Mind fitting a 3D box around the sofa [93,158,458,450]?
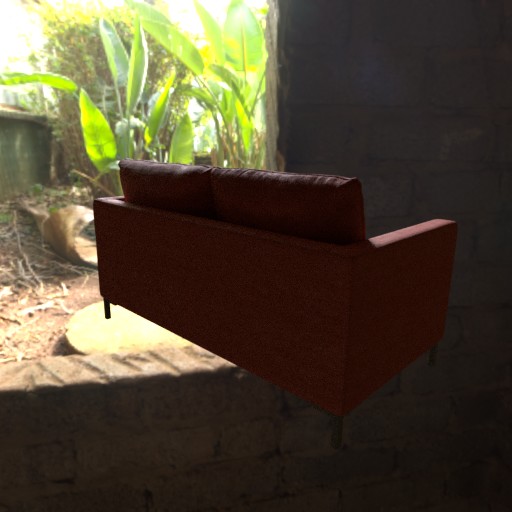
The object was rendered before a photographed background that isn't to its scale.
[{"bbox_3d":[0.000,0.000,2.133,1.574,0.896,0.864,14,20,42],"label":"sofa"}]
